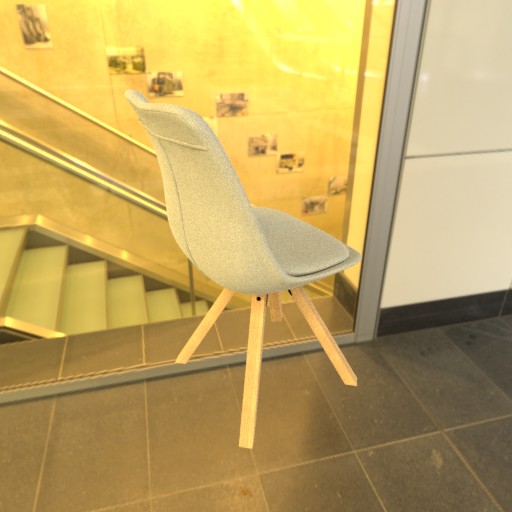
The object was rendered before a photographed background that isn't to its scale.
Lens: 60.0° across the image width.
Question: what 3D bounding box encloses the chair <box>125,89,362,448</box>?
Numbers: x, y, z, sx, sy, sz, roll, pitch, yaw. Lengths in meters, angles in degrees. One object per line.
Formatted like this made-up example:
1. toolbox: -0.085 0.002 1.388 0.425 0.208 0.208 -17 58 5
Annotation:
1. chair: 0.000 0.000 1.200 0.549 0.863 0.474 -18 33 -29
